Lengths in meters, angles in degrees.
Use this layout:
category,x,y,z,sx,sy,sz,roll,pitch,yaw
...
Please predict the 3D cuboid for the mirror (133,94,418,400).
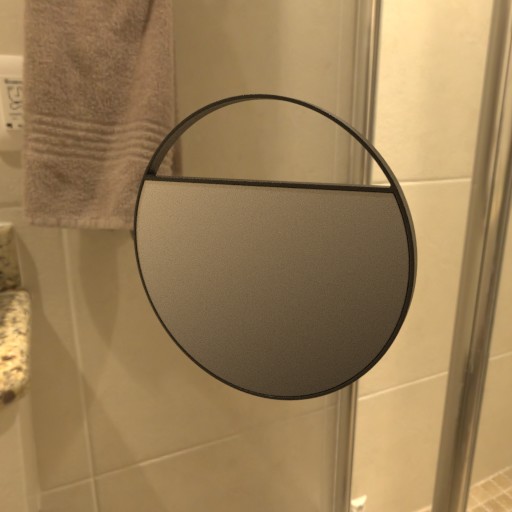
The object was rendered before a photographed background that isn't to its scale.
category,x,y,z,sx,sy,sz,roll,pitch,yaw
mirror,0.000,0.000,0.824,0.565,0.565,0.032,7,16,26
